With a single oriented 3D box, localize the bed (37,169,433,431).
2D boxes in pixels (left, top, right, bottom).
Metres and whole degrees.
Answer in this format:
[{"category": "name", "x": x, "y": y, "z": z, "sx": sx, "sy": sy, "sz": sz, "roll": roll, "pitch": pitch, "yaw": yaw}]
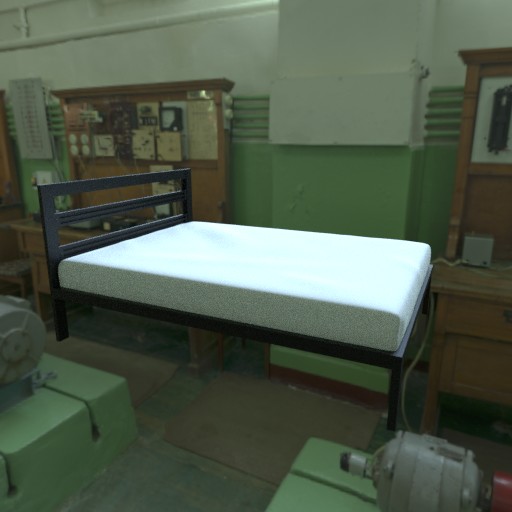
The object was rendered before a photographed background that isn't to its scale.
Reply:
[{"category": "bed", "x": 0.000, "y": 0.000, "z": 2.885, "sx": 2.062, "sy": 0.967, "sz": 1.524, "roll": 7, "pitch": 16, "yaw": 25}]
